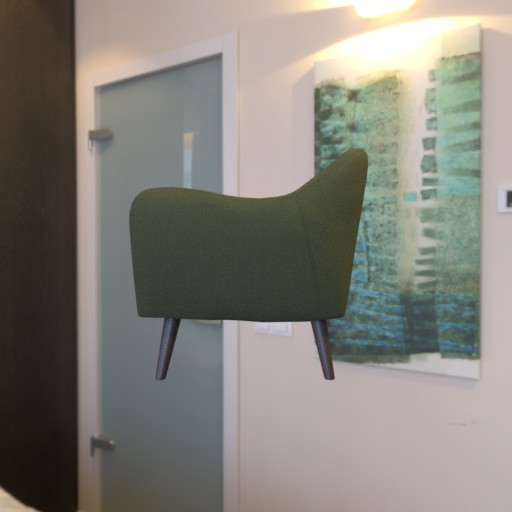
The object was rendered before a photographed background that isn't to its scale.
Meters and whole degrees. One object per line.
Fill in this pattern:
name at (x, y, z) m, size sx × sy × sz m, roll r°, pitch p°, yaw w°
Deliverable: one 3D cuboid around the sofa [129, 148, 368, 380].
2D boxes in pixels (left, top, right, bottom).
sofa at (0.000, 0.000, 2.304) m, size 0.820 × 0.836 × 1.840 m, roll 0°, pitch 1°, yaw 1°
